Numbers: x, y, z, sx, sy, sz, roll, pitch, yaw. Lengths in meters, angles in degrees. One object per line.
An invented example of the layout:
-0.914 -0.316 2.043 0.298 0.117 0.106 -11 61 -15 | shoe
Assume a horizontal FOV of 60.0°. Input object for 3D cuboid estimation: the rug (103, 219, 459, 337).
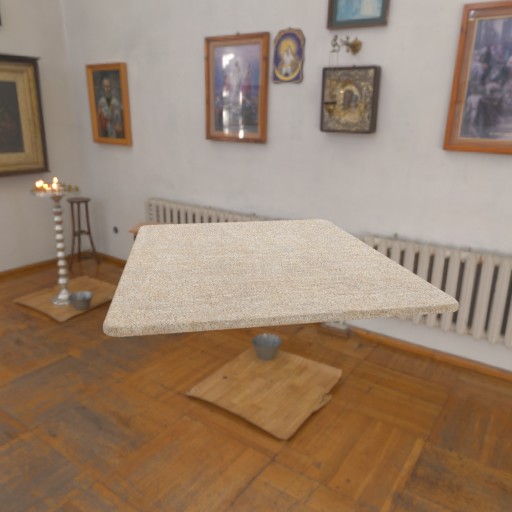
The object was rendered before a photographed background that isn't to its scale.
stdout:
0.000 0.000 3.566 2.009 0.048 2.528 -3 16 -9 | rug
